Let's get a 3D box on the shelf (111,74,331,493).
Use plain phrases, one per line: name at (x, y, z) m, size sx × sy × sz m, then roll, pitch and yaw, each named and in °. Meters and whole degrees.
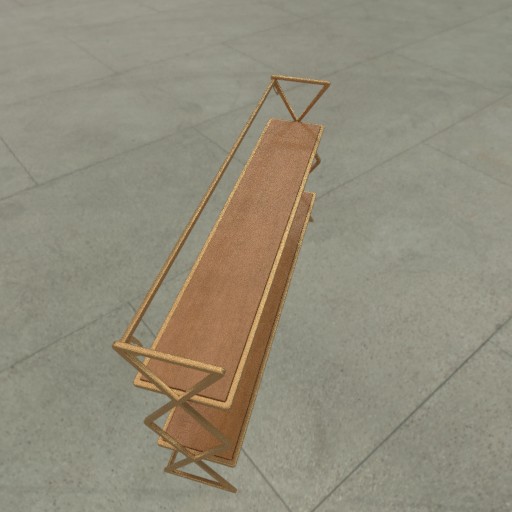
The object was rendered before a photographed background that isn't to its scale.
shelf at (0.000, 0.000, 0.978) m, size 0.150 × 0.450 × 0.822 m, roll 11°, pitch 47°, yaw 11°
